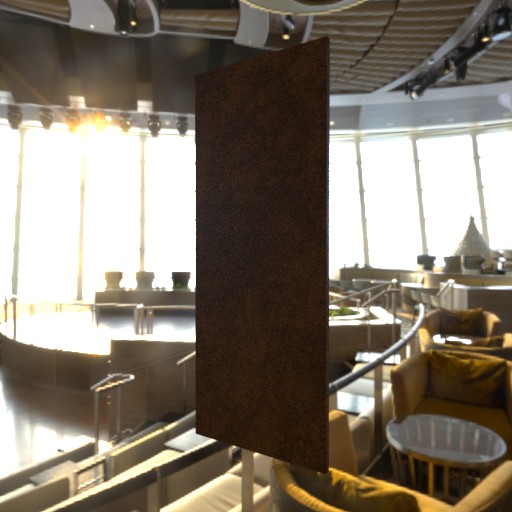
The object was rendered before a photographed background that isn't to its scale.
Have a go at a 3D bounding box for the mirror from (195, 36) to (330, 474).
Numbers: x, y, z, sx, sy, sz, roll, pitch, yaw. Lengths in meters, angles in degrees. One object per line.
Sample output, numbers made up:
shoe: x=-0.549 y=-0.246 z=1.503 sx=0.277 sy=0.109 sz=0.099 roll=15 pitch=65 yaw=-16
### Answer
mirror: x=0.000 y=0.000 z=2.295 sx=0.812 sy=2.031 sz=0.032 roll=1 pitch=1 yaw=34
